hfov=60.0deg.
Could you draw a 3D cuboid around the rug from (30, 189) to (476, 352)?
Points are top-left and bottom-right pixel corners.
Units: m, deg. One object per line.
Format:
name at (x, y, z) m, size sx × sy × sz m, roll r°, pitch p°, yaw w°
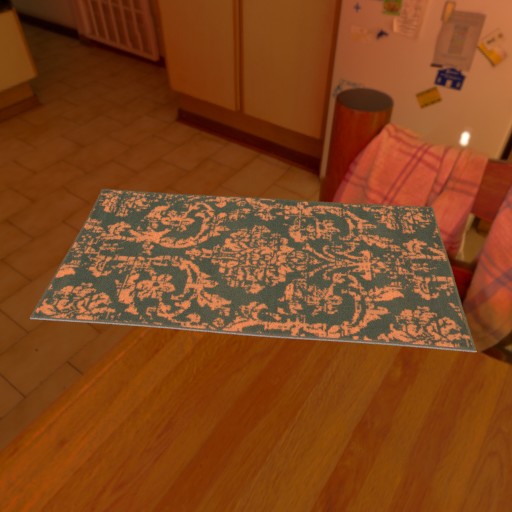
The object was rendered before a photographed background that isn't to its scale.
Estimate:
rug at (0.000, 0.000, 1.414) m, size 1.219 × 0.007 × 0.604 m, roll 4°, pitch 45°, yaw 4°
